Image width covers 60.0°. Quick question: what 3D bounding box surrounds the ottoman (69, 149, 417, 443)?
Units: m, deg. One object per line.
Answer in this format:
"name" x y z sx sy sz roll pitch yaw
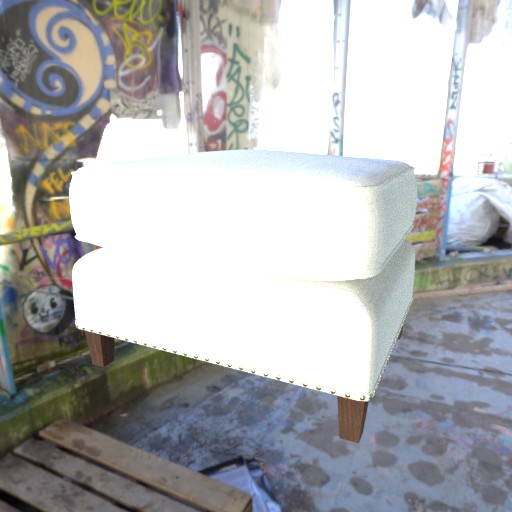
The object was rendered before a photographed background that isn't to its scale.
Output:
"ottoman" 0.000 0.000 1.146 0.738 0.537 0.589 8 17 25
